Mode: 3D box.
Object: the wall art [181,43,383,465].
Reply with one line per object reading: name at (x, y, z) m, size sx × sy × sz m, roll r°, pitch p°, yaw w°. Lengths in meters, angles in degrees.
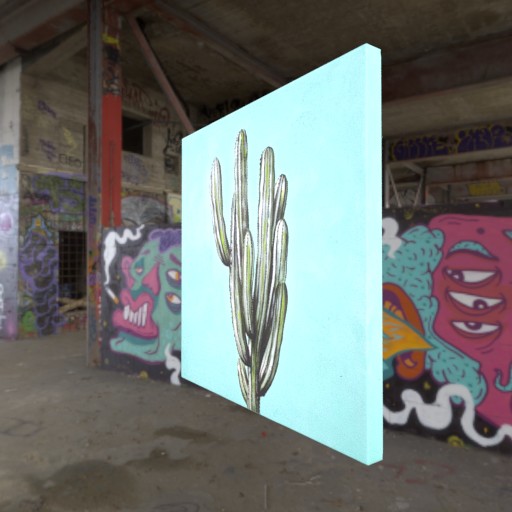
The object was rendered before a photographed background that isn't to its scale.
wall art at (0.000, 0.000, 1.577) m, size 0.070 × 1.073 × 1.071 m, roll 1°, pitch -1°, yaw -35°
